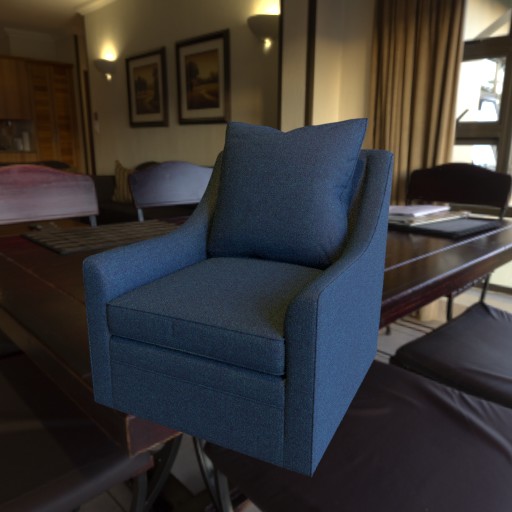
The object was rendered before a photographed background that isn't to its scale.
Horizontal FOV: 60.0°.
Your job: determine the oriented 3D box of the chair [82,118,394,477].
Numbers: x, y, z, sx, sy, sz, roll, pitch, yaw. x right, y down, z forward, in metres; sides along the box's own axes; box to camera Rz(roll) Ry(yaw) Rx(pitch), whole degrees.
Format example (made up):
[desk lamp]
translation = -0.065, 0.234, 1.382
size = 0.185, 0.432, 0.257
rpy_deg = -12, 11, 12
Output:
[chair]
translation = 0.000, 0.000, 1.547
size = 0.750, 0.939, 0.870
rpy_deg = 7, 16, 26
